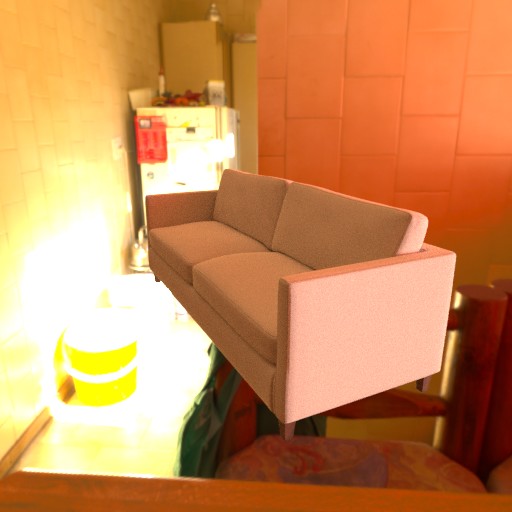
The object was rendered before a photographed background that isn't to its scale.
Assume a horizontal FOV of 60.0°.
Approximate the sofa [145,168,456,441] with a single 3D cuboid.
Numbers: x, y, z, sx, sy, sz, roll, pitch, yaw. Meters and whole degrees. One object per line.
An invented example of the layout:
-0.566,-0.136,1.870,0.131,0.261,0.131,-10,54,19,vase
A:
0.000,0.000,2.936,0.951,0.962,2.361,-8,19,-25,sofa
